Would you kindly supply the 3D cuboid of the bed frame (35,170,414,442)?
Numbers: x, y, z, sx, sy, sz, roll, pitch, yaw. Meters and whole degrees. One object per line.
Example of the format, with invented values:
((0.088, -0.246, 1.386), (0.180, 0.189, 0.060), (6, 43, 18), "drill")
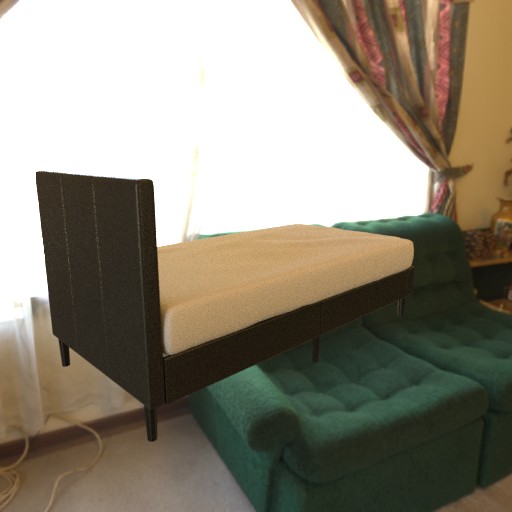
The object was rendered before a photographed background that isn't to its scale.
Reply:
((0.000, 0.000, 2.543), (2.152, 1.046, 1.038), (-12, 18, -43), "bed frame")
